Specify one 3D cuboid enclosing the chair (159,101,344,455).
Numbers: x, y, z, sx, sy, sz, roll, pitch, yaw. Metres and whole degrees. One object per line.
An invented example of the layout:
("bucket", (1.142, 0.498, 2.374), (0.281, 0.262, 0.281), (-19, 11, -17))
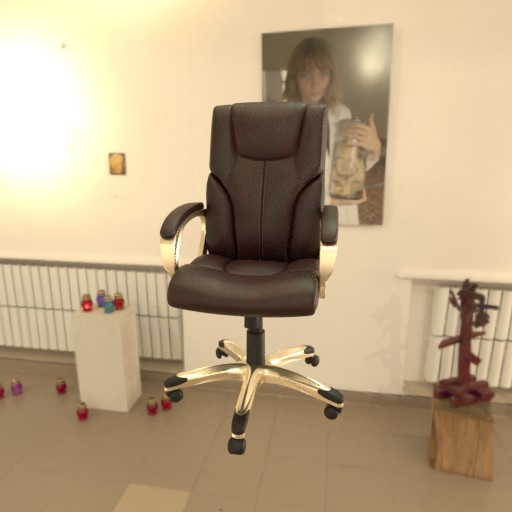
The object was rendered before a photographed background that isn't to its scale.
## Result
("chair", (0.000, 0.000, 1.590), (0.662, 1.107, 0.739), (2, 14, 10))
